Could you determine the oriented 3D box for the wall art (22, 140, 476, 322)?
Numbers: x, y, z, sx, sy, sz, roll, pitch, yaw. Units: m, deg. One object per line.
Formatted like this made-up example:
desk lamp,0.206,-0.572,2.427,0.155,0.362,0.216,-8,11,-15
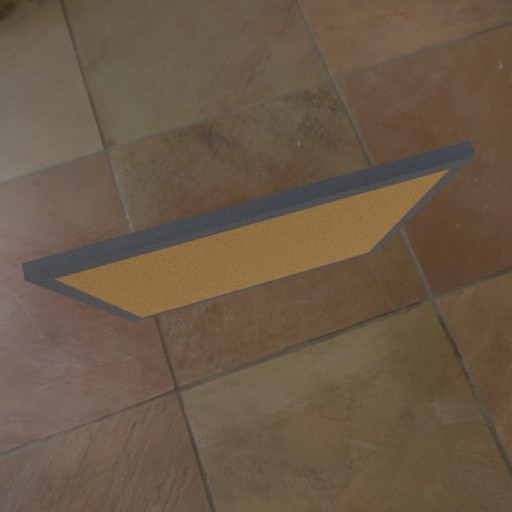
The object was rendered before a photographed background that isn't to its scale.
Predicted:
wall art,0.000,0.000,0.895,0.660,0.558,0.026,-16,76,-4
